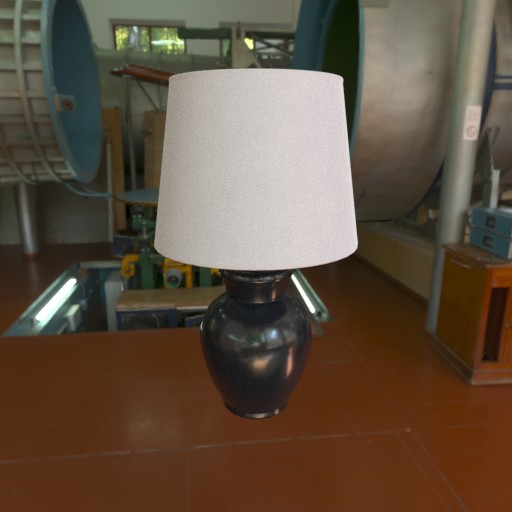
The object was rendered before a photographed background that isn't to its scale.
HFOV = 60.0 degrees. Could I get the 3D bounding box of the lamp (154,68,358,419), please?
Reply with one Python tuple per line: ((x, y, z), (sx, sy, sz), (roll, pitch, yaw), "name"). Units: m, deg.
((0.000, 0.000, 0.539), (0.239, 0.399, 0.239), (0, 16, 0), "lamp")
